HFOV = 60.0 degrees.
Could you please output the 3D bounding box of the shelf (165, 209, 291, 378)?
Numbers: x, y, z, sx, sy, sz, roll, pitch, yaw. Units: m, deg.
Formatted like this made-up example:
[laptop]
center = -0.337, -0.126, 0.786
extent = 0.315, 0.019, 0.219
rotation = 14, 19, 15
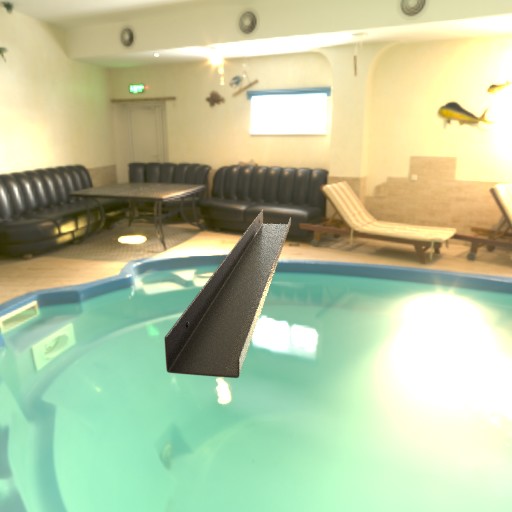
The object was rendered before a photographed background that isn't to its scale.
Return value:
[shelf]
center = 0.000, 0.000, 0.977
extent = 0.092, 0.049, 0.924
rotation = 2, 16, 8
